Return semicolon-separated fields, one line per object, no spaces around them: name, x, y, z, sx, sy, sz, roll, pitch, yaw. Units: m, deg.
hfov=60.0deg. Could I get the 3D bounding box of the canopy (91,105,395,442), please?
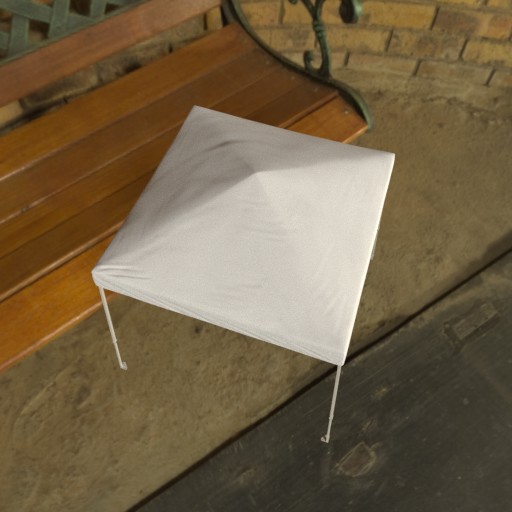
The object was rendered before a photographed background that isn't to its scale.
canopy;0.000;0.000;6.505;3.600;3.600;3.599;16;60;10
